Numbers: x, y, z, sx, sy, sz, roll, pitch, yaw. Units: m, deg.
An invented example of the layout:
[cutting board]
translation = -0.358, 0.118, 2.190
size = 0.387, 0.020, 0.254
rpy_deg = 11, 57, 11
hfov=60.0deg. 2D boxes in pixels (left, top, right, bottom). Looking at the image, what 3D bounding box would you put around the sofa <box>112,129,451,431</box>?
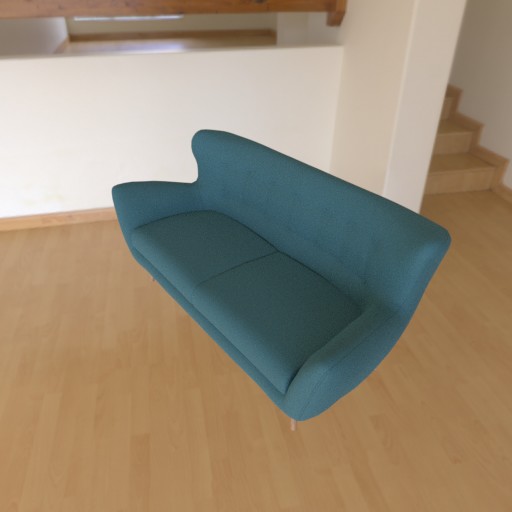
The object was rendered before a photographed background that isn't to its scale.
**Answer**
[sofa]
translation = 0.000, 0.000, 2.458
size = 0.889, 0.890, 1.930
rpy_deg = -23, 40, -31
